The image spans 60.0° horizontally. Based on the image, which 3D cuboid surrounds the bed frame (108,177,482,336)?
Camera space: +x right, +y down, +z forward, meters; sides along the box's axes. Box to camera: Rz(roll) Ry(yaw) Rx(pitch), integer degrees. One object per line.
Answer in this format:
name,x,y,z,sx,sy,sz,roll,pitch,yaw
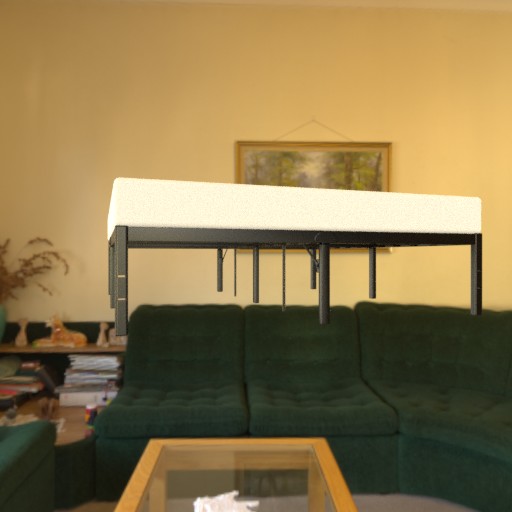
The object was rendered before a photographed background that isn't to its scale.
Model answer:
bed frame,0.000,0.000,3.120,1.963,0.659,2.079,0,0,-19
